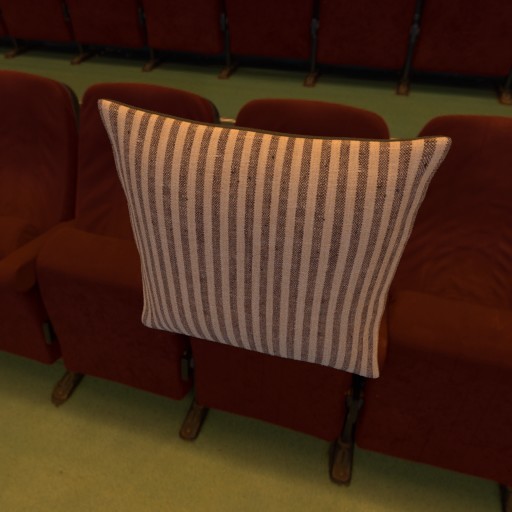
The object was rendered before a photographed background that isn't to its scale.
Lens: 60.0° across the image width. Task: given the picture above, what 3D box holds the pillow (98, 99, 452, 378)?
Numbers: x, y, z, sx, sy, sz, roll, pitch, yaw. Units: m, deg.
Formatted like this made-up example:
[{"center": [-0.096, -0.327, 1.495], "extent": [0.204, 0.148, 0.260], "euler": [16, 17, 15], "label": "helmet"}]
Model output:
[{"center": [0.000, 0.000, 0.782], "extent": [0.523, 0.506, 0.166], "euler": [10, 41, 12], "label": "pillow"}]
